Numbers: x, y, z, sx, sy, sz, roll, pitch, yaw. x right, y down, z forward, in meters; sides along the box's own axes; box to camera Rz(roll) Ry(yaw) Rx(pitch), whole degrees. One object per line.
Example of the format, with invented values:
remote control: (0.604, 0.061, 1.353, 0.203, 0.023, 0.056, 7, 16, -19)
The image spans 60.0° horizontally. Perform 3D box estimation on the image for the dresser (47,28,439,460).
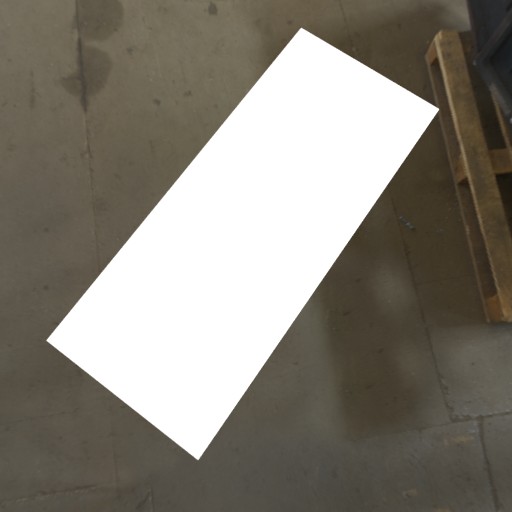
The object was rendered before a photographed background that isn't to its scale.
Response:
dresser: (0.000, 0.000, 1.544, 0.460, 0.820, 1.100, 35, 78, 8)
